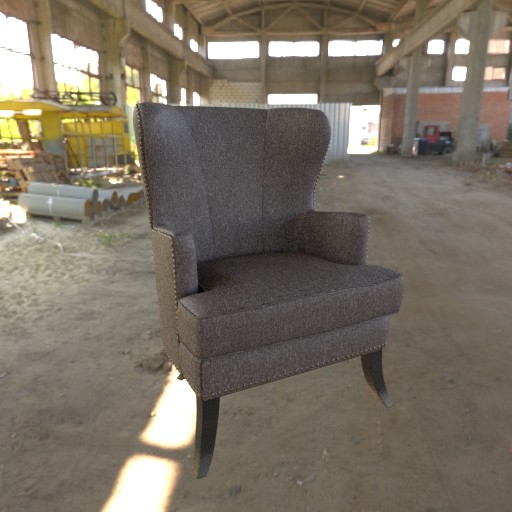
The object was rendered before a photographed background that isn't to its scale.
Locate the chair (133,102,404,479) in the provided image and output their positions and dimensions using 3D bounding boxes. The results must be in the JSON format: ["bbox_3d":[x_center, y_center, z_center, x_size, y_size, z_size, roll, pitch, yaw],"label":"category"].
[{"bbox_3d":[0.000,0.000,1.599,0.759,1.060,0.758,-8,17,-27],"label":"chair"}]
